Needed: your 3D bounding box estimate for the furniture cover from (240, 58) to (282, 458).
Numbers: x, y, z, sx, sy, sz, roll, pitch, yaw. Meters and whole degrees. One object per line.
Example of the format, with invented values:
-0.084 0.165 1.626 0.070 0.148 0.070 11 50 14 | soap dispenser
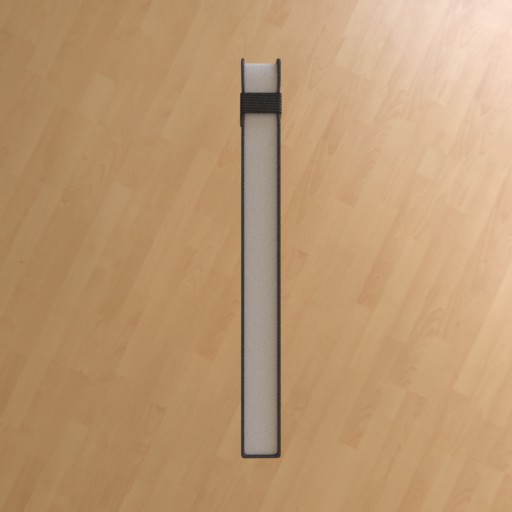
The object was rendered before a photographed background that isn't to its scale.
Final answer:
0.000 0.000 0.374 0.023 0.281 0.216 0 89 -1 | furniture cover
